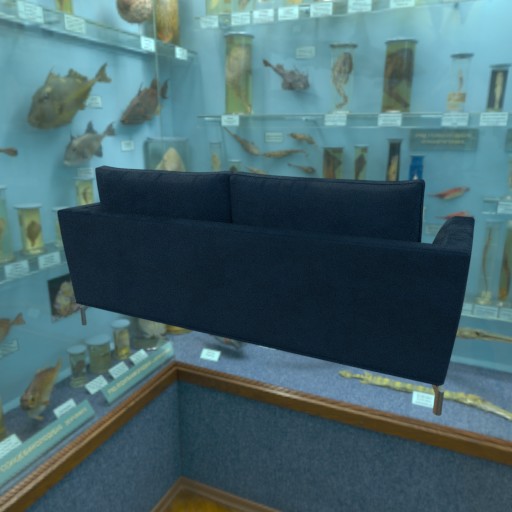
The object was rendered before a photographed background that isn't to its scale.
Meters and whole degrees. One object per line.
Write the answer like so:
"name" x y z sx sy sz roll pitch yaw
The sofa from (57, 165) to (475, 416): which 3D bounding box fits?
"sofa" 0.000 0.000 2.555 2.212 0.998 0.853 8 17 25
